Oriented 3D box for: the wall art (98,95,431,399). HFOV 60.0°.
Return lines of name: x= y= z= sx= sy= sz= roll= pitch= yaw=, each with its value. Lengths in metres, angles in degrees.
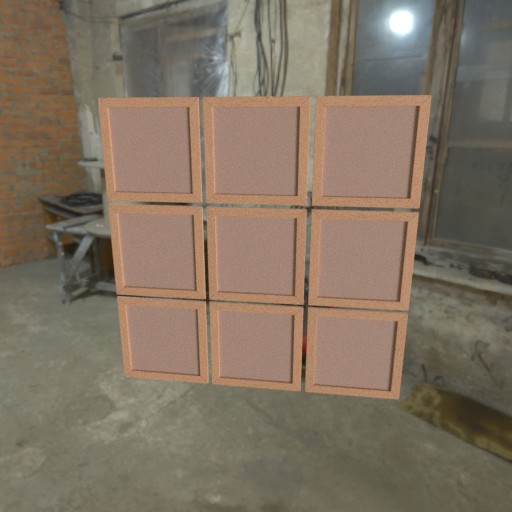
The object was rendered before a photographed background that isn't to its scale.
wall art: x=0.000 y=0.000 z=2.224 sx=1.519 sy=1.507 sz=0.014 roll=2 pitch=17 yaw=8
